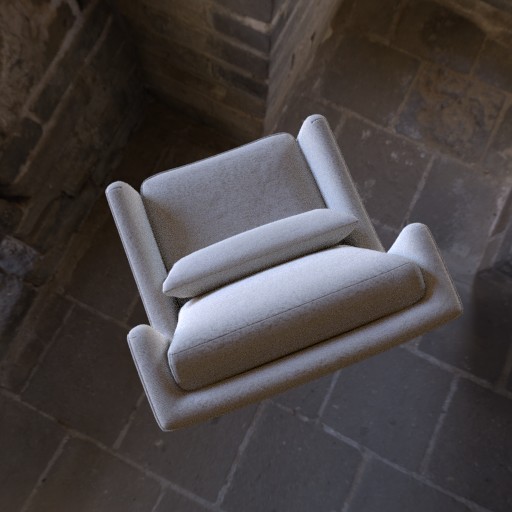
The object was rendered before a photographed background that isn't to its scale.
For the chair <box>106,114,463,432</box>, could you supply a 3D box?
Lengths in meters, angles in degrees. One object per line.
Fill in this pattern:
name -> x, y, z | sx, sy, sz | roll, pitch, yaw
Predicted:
chair -> 0.000, 0.000, 1.846 | 0.982, 1.056, 1.040 | -20, 76, -5
